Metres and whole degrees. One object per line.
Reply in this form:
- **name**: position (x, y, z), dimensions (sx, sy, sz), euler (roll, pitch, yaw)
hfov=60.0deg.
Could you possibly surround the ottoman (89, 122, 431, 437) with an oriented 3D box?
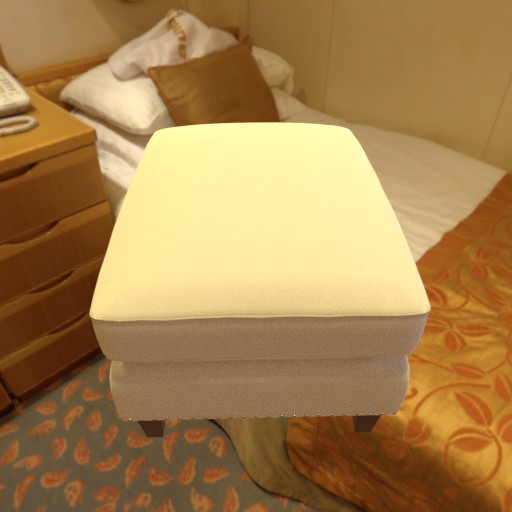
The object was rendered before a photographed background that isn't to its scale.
- **ottoman**: position (0.000, 0.000, 1.114), dimensions (0.584, 0.513, 0.741), euler (-1, 40, -1)
